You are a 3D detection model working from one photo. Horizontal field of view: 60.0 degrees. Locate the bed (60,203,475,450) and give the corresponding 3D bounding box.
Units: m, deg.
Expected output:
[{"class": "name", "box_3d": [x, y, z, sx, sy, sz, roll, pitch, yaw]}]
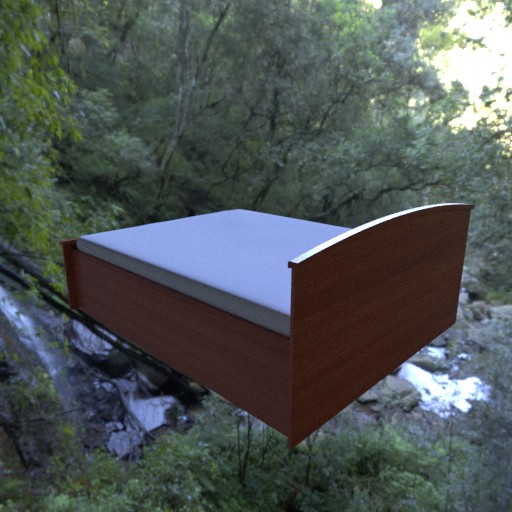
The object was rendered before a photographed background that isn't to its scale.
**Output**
[{"class": "bed", "box_3d": [0.000, 0.000, 2.892, 2.053, 0.848, 1.683, 15, 22, 42]}]
